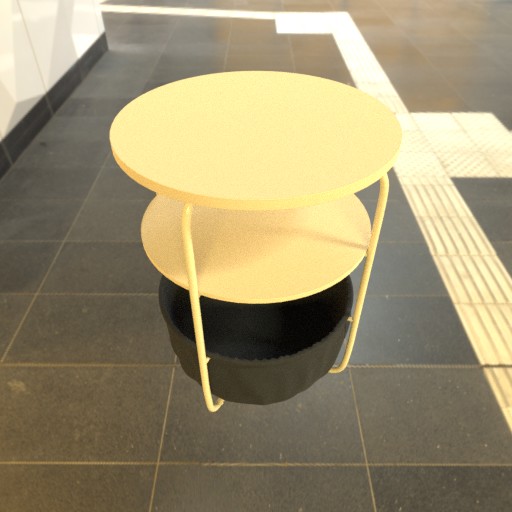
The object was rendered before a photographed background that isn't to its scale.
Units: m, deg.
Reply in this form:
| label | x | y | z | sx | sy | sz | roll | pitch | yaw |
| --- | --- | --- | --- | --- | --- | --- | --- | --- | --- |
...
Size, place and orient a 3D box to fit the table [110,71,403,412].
| label | x | y | z | sx | sy | sz | roll | pitch | yaw |
| --- | --- | --- | --- | --- | --- | --- | --- | --- | --- |
| table | 0.000 | 0.000 | 0.827 | 0.418 | 0.532 | 0.418 | -13 | 43 | -14 |
